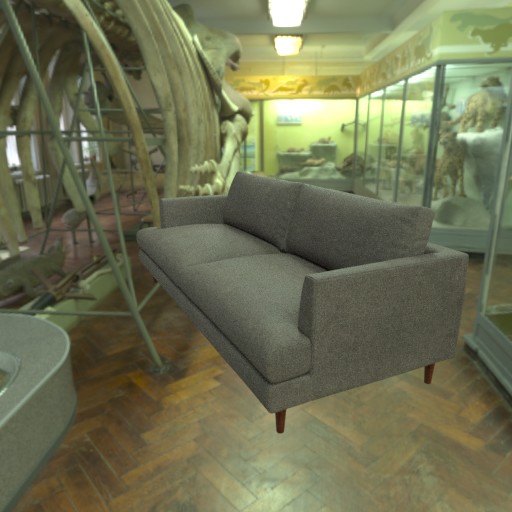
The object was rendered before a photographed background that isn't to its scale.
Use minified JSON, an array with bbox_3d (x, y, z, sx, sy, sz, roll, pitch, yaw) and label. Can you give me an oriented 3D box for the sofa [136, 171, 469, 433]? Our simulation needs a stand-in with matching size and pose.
[{"bbox_3d":[0.000,0.000,2.757,1.020,0.868,2.250,-8,17,-25],"label":"sofa"}]
